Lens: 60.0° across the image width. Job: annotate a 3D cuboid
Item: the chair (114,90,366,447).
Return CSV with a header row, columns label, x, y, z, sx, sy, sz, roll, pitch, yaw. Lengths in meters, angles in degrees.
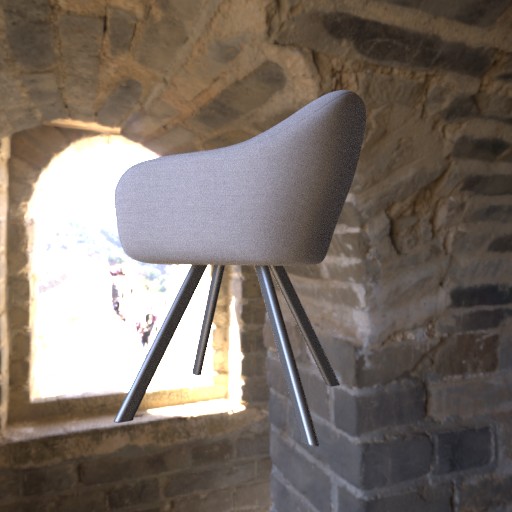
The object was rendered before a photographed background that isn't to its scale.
label,x,y,z,sx,sy,sz,roll,pitch,yaw
chair,0.000,0.000,1.182,0.570,0.780,0.540,0,0,16
